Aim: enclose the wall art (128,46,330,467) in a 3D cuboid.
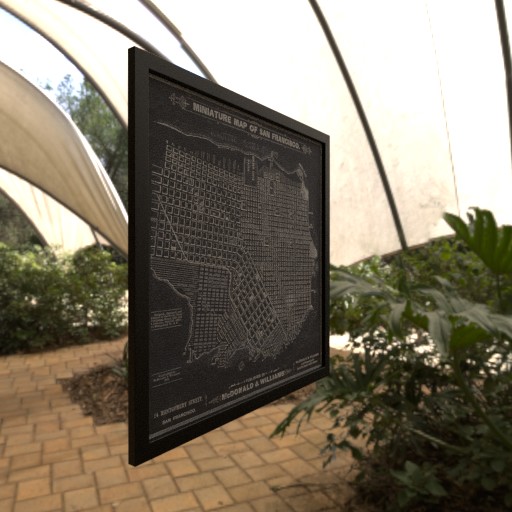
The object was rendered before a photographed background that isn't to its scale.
[{"bbox_3d":[0.000,0.000,0.668,0.012,0.458,0.457,0,0,37],"label":"wall art"}]
